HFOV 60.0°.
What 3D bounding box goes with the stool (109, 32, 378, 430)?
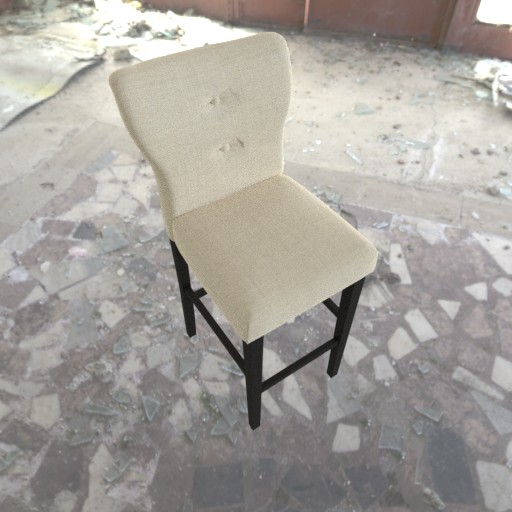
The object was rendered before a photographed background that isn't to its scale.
[{"bbox_3d":[0.000,0.000,1.426,0.516,1.124,0.603,-26,52,-22],"label":"stool"}]
